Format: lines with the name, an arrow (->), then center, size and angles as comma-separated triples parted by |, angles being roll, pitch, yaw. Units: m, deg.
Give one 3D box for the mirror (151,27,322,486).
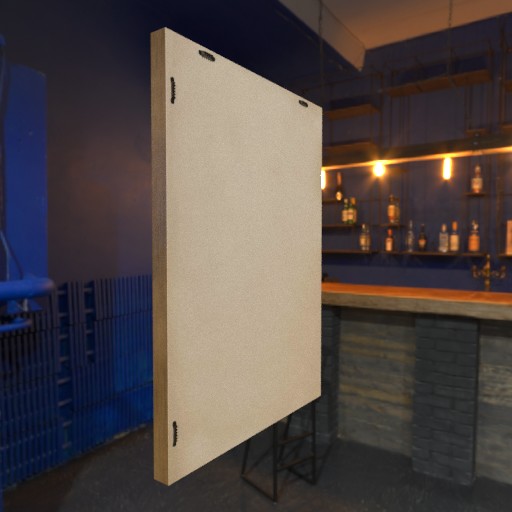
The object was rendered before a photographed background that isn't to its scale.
mirror -> 0.000, 0.000, 0.899 | 0.039, 0.711, 0.508 | 1, 2, 36
